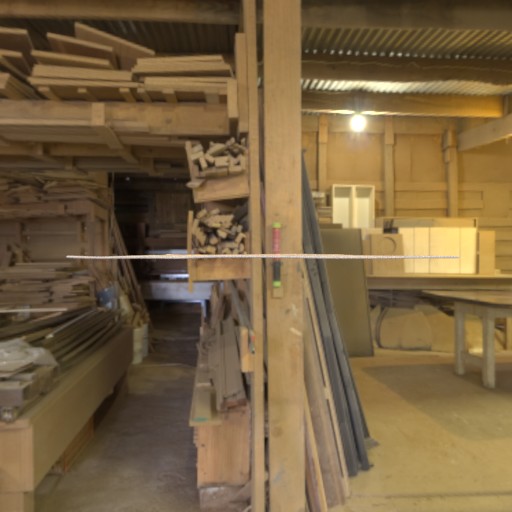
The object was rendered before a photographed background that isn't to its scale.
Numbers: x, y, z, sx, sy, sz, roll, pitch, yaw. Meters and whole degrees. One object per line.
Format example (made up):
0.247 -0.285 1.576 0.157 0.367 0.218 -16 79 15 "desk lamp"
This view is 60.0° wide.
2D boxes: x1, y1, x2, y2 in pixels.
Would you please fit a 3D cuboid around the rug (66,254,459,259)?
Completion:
0.000 0.000 2.282 1.220 0.017 1.835 0 0 -2 "rug"
